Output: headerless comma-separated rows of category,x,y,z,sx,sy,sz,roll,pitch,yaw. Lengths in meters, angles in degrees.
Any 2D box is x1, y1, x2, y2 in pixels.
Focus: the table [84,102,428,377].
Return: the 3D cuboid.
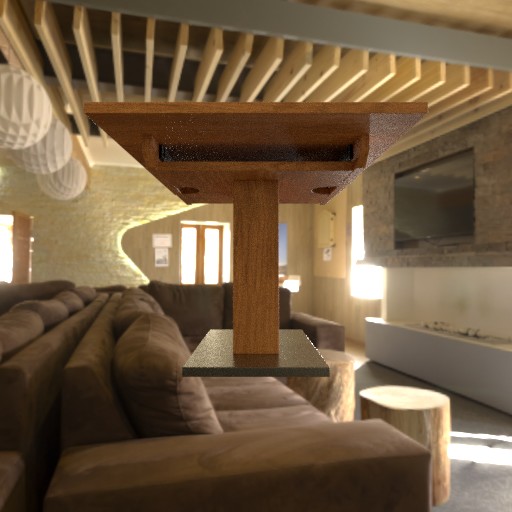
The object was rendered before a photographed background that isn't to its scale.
table,0.000,0.000,1.798,0.900,0.770,1.300,0,-2,0
